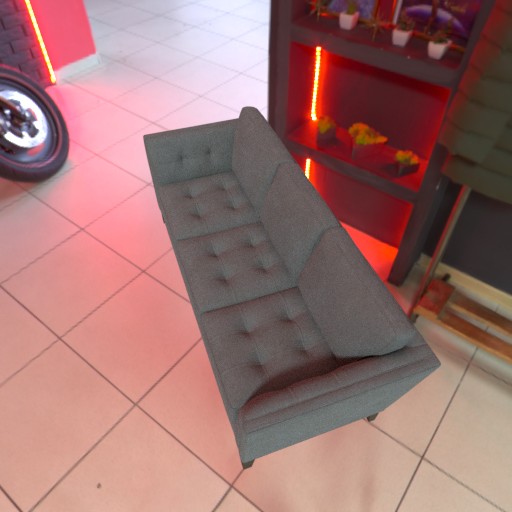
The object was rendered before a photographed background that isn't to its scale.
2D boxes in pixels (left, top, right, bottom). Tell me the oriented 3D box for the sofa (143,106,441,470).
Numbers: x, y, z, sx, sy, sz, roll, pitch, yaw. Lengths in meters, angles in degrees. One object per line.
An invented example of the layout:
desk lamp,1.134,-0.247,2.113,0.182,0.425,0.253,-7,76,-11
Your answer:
sofa,0.000,0.000,2.908,0.965,0.940,2.387,-15,49,-13
